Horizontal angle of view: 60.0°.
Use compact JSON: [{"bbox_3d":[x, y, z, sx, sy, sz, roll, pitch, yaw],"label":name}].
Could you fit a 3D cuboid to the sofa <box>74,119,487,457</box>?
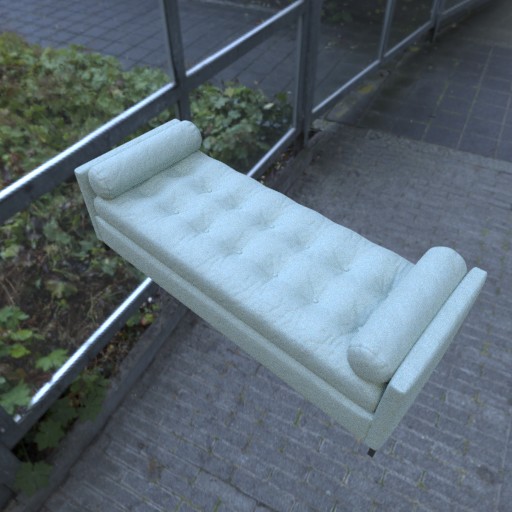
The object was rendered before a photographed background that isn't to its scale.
[{"bbox_3d":[0.000,0.000,2.446,2.102,0.705,0.796,32,54,27],"label":"sofa"}]
